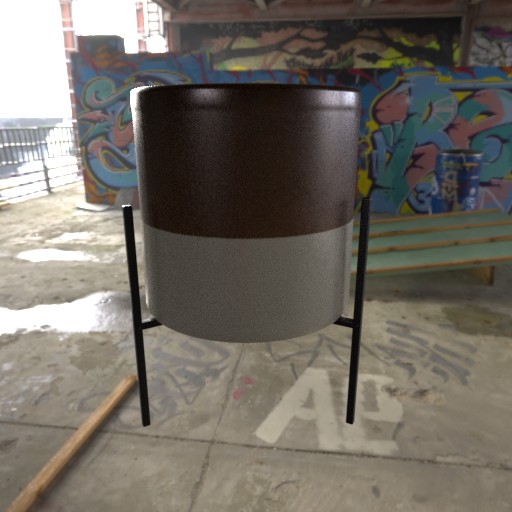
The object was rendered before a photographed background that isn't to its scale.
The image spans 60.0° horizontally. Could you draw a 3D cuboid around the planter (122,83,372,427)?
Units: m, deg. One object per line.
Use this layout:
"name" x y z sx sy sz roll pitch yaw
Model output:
"planter" 0.000 0.000 0.536 0.269 0.375 0.255 9 20 27
